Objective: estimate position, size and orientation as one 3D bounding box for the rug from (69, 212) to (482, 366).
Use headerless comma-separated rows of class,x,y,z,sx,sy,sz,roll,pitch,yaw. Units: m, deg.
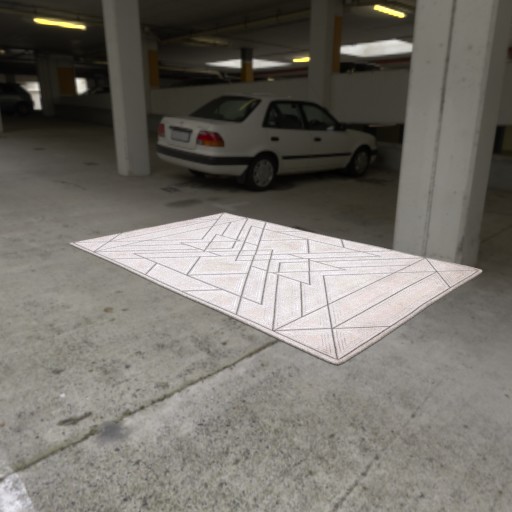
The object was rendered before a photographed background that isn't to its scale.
rug,0.000,0.000,3.069,2.459,0.023,1.575,17,24,42
